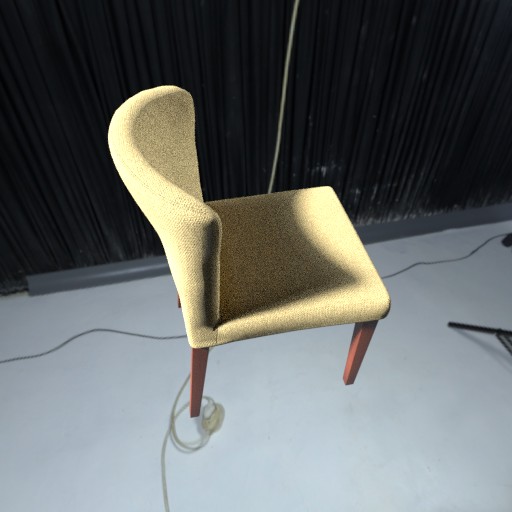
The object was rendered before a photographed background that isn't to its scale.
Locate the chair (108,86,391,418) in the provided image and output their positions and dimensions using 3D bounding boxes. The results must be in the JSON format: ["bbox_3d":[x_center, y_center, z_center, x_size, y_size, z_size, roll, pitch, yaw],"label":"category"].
[{"bbox_3d":[0.000,0.000,1.198,0.589,0.839,0.491,-9,47,-8],"label":"chair"}]
